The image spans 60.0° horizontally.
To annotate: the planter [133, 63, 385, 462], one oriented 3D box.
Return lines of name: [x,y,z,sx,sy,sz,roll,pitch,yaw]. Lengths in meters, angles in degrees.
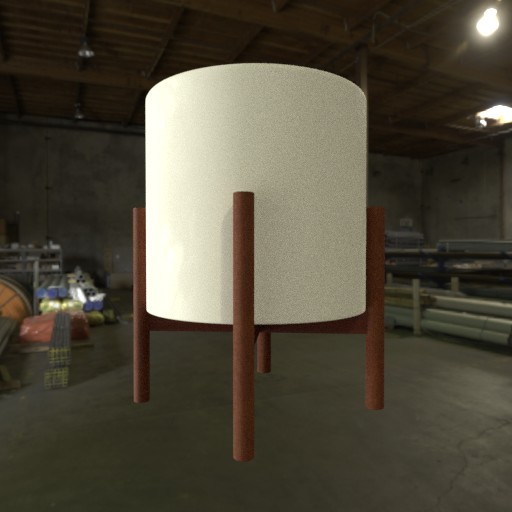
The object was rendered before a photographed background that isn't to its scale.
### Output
planter: [0.000,0.000,0.871,0.420,0.581,0.421,-1,1,-38]
